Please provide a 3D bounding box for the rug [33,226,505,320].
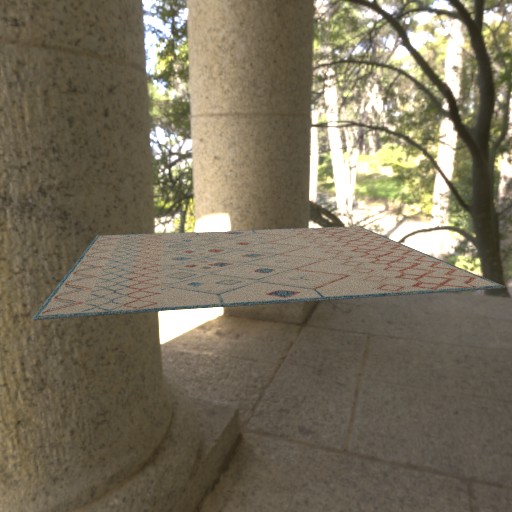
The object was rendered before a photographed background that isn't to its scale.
[{"bbox_3d":[0.000,0.000,3.947,3.050,0.016,2.441,-3,14,-11],"label":"rug"}]
